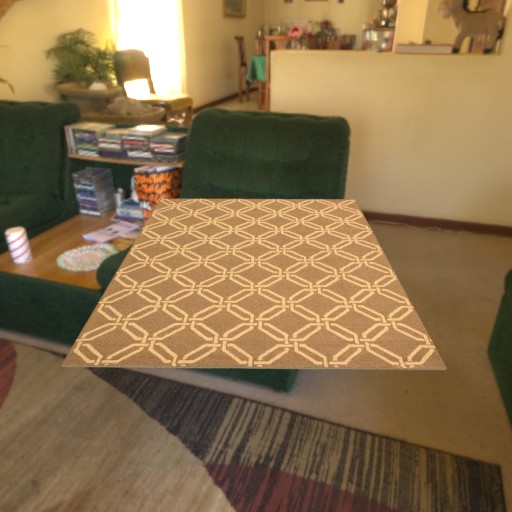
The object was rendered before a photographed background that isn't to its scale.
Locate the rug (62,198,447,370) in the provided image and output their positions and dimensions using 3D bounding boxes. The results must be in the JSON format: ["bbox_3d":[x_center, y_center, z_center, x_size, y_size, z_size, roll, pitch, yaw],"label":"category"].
[{"bbox_3d":[0.000,0.000,3.909,2.288,0.018,2.895,0,27,1],"label":"rug"}]
